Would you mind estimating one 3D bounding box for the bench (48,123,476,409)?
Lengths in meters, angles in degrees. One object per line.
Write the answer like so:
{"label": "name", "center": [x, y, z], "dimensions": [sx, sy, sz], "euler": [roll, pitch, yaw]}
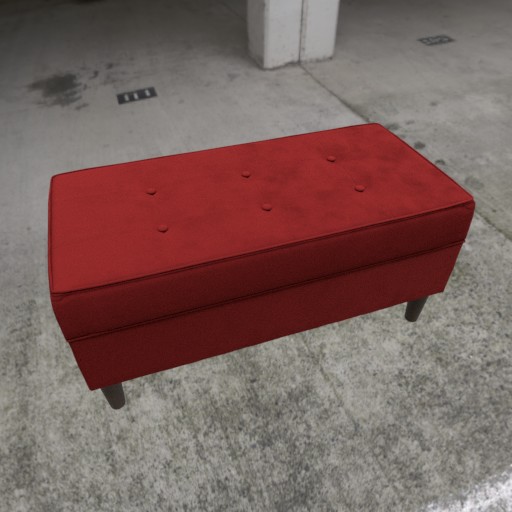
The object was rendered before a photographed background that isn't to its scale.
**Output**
{"label": "bench", "center": [0.000, 0.000, 1.276], "dimensions": [1.016, 0.471, 0.492], "euler": [-13, 43, -14]}
